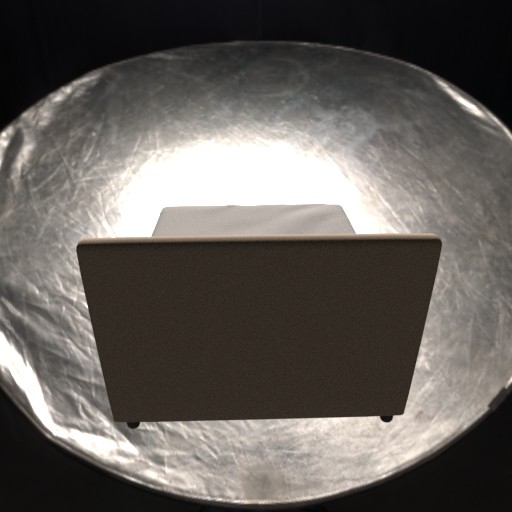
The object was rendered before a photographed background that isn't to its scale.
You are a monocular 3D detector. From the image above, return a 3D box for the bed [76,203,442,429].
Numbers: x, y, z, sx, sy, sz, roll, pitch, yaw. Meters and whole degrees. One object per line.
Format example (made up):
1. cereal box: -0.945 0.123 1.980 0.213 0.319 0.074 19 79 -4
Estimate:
1. bed: 0.000 0.000 3.390 1.884 1.330 2.142 -1 29 -2
